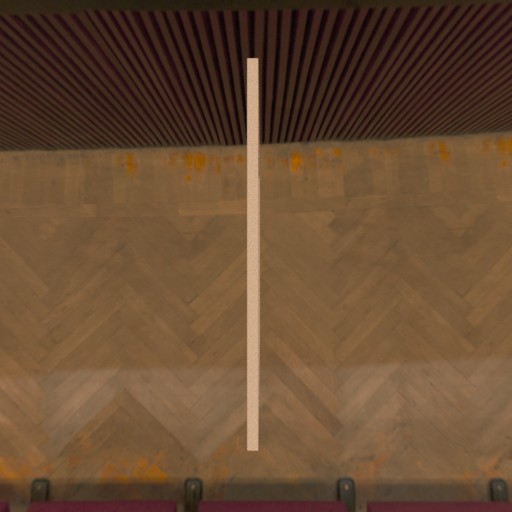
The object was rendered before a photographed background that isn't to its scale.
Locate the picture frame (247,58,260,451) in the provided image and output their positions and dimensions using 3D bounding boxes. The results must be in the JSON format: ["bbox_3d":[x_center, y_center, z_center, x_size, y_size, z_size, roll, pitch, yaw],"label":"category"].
[{"bbox_3d":[0.000,0.000,0.845,0.013,0.657,0.457,0,90,1],"label":"picture frame"}]
